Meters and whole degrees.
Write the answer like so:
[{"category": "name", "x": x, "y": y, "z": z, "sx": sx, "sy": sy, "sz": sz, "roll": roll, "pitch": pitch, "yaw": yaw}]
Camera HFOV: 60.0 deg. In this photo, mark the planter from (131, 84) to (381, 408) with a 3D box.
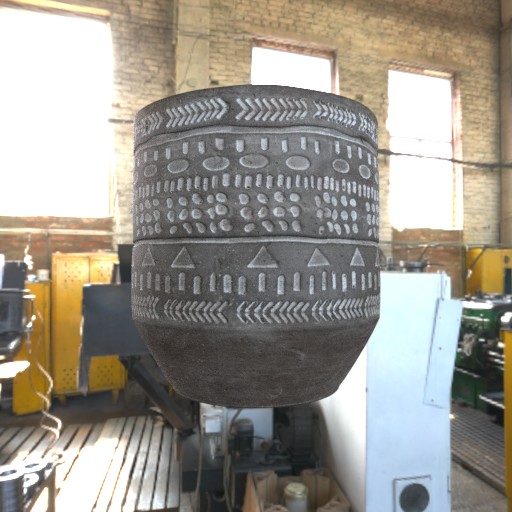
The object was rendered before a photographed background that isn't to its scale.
[{"category": "planter", "x": 0.000, "y": 0.000, "z": 0.225, "sx": 0.122, "sy": 0.128, "sz": 0.122, "roll": 0, "pitch": -1, "yaw": 0}]
